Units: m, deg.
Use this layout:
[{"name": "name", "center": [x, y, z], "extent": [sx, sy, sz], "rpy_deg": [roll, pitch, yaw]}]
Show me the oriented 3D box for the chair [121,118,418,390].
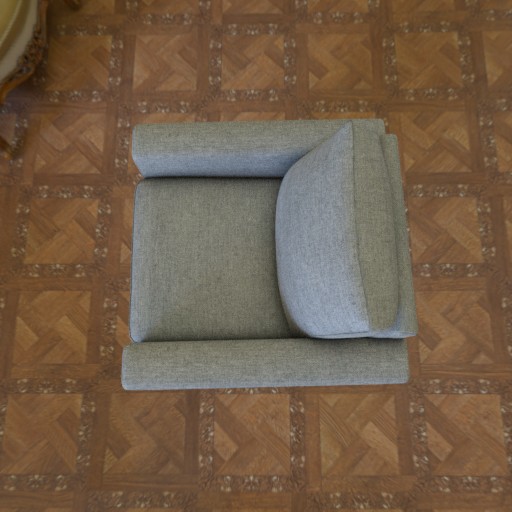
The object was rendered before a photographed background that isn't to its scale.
[{"name": "chair", "center": [0.000, 0.000, 1.830], "extent": [1.038, 1.010, 1.024], "rpy_deg": [-1, 76, 0]}]
